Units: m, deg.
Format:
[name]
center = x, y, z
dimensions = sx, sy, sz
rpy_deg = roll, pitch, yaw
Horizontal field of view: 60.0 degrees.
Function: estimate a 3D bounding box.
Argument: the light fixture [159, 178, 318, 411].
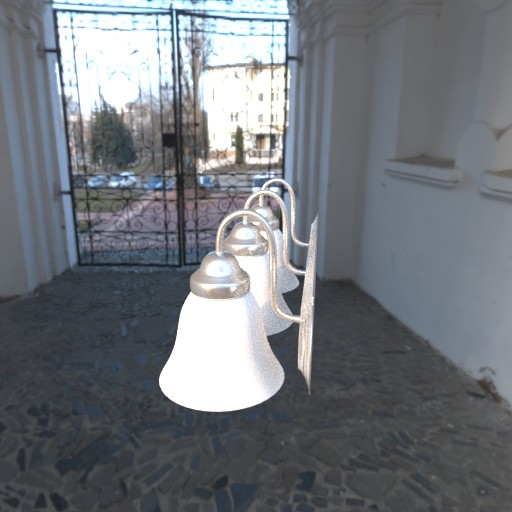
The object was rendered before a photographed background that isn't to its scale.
[light fixture]
center = 0.000, 0.000, 0.741
dimensions = 0.199, 0.222, 0.610
rpy_deg = 2, 16, 8
